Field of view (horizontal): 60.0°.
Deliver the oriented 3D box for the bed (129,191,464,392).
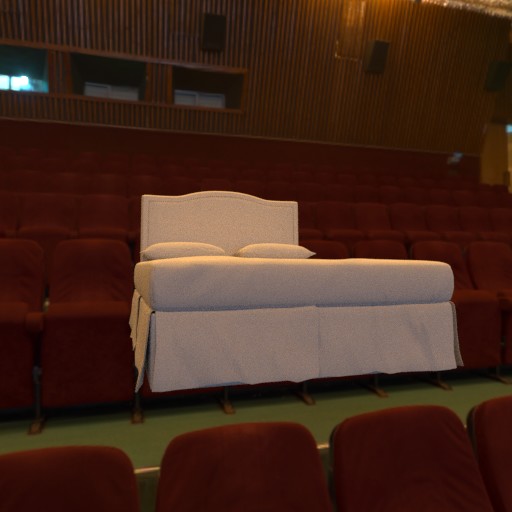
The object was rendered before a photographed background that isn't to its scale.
[{"bbox_3d":[0.000,0.000,3.617,1.977,1.437,2.477,0,-1,-17],"label":"bed"}]
